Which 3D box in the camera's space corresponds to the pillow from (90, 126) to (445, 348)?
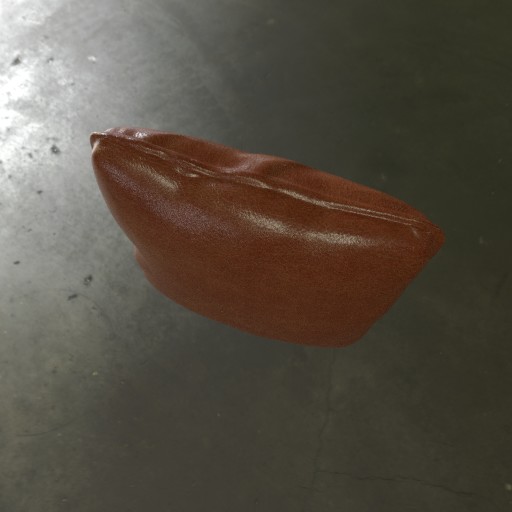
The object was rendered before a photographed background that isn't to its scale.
[{"bbox_3d":[0.000,0.000,0.830,0.532,0.523,0.236,17,65,8],"label":"pillow"}]
